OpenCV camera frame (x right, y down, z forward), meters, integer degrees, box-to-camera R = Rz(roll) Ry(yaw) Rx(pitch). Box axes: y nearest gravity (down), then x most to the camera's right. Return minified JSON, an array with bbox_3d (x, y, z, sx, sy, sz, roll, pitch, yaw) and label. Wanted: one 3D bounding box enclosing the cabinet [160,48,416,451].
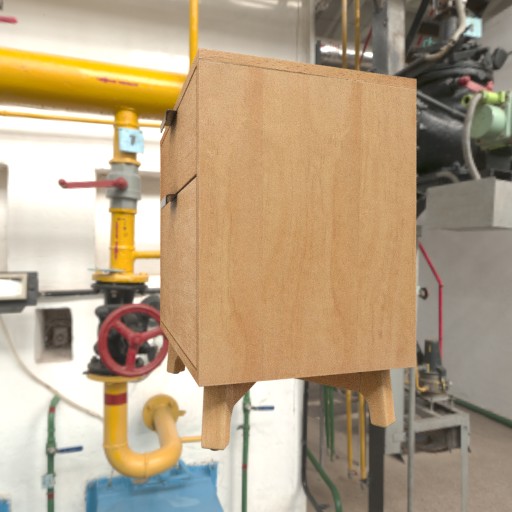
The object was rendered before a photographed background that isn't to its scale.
[{"bbox_3d":[0.000,0.000,0.952,0.394,0.599,0.551,0,0,-18],"label":"cabinet"}]
